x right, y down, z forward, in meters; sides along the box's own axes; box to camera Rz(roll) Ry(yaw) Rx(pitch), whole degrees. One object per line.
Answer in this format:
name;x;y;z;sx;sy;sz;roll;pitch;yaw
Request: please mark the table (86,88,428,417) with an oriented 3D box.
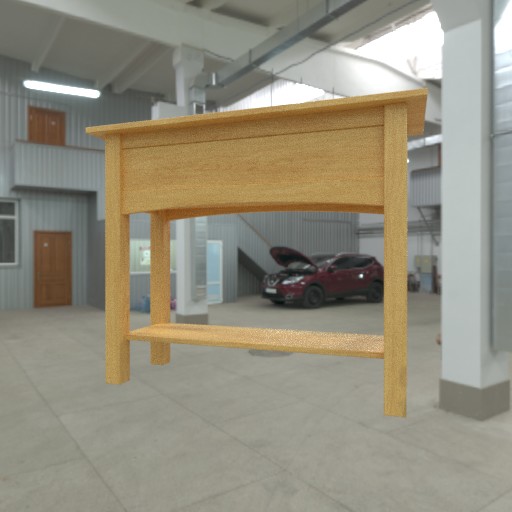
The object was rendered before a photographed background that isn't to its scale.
table;0.000;0.000;1.264;0.900;0.728;0.340;0;0;19
